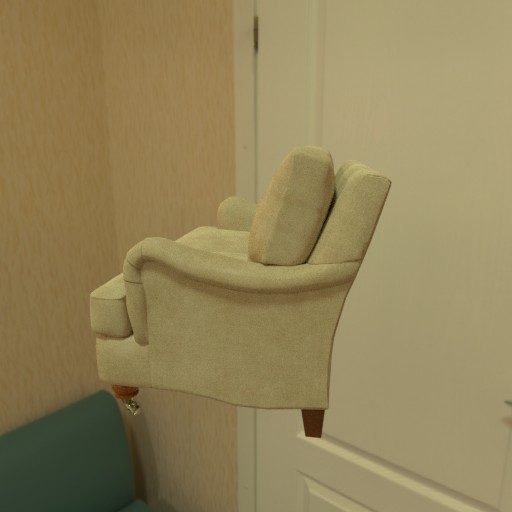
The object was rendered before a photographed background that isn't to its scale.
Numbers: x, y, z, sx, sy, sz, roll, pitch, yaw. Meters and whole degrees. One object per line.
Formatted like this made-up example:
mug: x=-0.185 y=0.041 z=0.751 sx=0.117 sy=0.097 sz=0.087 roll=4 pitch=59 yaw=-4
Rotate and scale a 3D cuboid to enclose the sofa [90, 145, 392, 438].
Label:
sofa: x=0.000 y=0.000 z=2.242 sx=1.086 sy=1.087 sz=1.498 roll=2 pitch=14 yaw=9
